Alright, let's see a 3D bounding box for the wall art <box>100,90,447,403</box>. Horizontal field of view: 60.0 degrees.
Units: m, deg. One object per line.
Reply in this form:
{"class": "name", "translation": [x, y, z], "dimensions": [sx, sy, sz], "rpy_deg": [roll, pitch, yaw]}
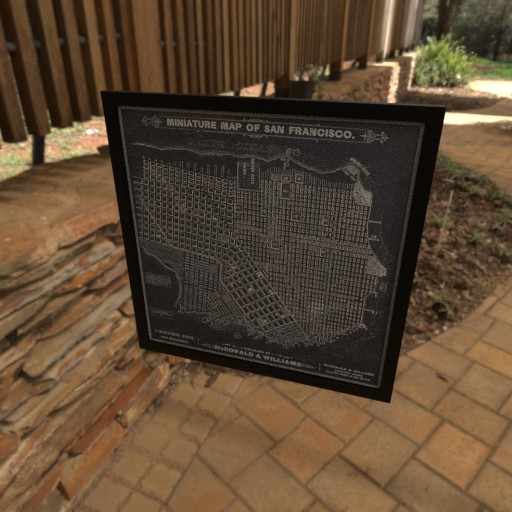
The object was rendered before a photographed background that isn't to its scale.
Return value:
{"class": "wall art", "translation": [0.000, 0.000, 0.674], "dimensions": [0.457, 0.458, 0.012], "rpy_deg": [8, 29, 16]}
